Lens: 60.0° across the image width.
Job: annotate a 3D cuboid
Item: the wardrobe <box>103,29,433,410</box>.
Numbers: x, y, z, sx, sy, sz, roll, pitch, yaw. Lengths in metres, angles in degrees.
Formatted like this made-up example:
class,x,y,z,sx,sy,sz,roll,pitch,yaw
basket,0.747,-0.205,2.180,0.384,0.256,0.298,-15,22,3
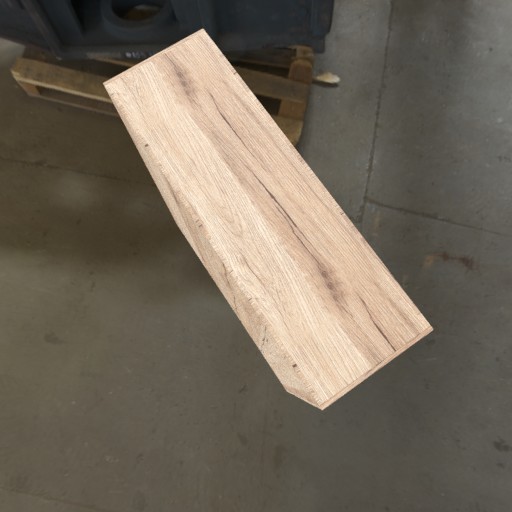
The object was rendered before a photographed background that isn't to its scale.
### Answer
class,x,y,z,sx,sy,sz,roll,pitch,yaw
wardrobe,0.000,0.000,2.997,0.580,2.070,1.810,-33,77,-8
